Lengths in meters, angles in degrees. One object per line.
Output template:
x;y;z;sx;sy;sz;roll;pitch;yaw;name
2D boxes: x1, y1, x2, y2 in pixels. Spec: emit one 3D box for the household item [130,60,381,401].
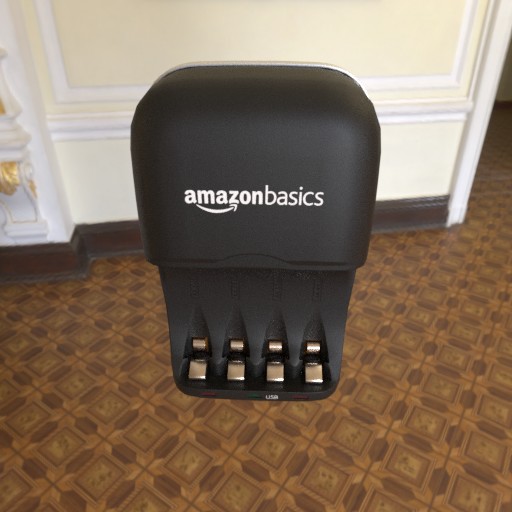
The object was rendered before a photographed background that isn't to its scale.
0.000;0.000;0.144;0.070;0.114;0.038;1;31;2;household item
